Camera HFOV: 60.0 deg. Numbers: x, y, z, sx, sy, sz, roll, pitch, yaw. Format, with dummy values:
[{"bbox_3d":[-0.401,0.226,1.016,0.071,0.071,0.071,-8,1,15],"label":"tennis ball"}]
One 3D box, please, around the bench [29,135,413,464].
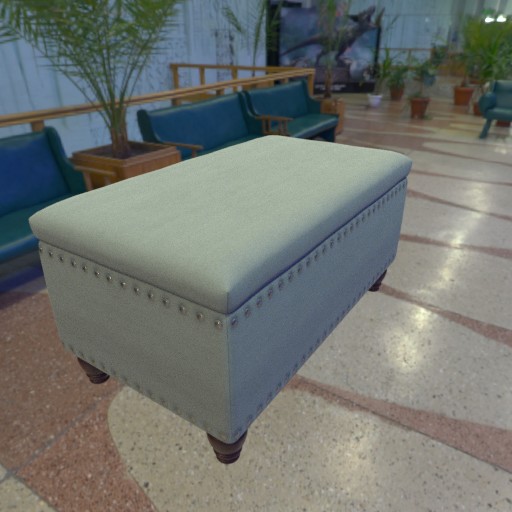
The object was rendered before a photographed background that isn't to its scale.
[{"bbox_3d":[0.000,0.000,1.164,0.500,0.449,0.887,17,31,30],"label":"bench"}]
